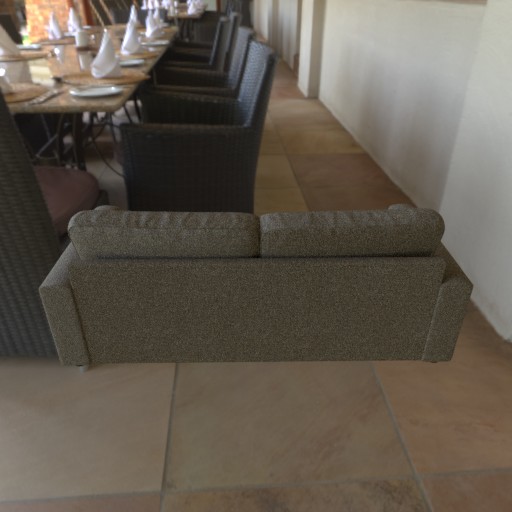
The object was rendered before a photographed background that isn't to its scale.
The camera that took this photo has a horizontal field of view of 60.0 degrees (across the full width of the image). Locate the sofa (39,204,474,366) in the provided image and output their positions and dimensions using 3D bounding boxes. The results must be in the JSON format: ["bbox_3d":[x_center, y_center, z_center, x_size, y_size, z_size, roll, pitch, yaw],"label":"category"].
[{"bbox_3d":[0.000,0.000,2.696,2.179,0.873,1.016,0,31,-1],"label":"sofa"}]
